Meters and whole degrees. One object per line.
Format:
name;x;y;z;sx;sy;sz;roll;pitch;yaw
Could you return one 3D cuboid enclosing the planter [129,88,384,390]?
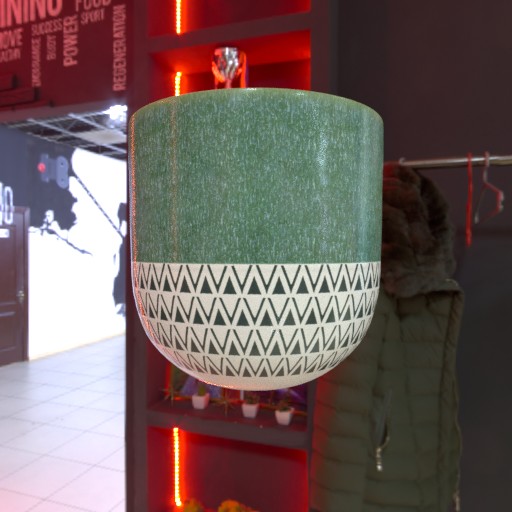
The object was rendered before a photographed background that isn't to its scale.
planter;0.000;0.000;0.483;0.266;0.270;0.266;0;1;0
